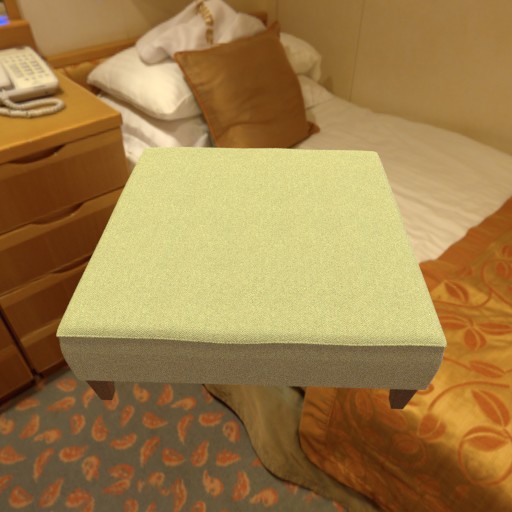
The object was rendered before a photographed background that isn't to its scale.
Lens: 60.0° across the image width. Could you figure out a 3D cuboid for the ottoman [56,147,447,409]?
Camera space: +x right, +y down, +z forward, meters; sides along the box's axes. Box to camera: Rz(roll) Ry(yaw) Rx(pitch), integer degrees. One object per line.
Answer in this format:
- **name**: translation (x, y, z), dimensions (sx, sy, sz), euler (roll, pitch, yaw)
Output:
- **ottoman**: translation (0.000, 0.000, 1.555), dimensions (0.968, 0.379, 1.004), euler (1, 41, 1)
